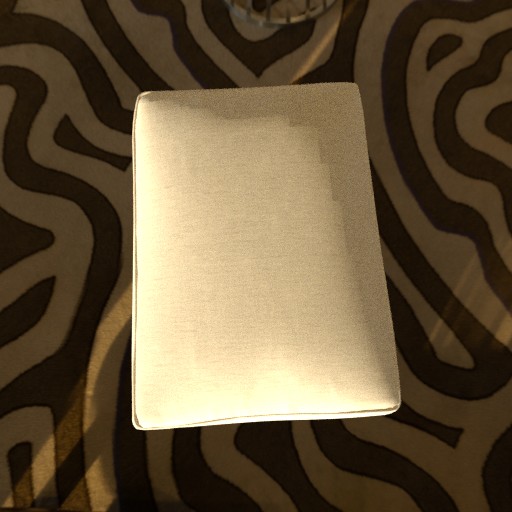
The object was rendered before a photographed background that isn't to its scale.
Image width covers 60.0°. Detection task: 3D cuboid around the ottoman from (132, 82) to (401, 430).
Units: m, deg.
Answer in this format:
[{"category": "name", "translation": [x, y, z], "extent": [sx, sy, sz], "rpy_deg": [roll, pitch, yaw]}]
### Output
[{"category": "ottoman", "translation": [0.000, 0.000, 0.966], "extent": [0.501, 0.406, 0.665], "rpy_deg": [-3, 76, -1]}]
